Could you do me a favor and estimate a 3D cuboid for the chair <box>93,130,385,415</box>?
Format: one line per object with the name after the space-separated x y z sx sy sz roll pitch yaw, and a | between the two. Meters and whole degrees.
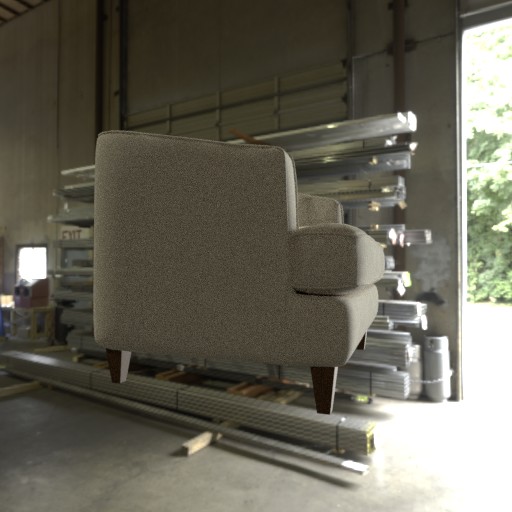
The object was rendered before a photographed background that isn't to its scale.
0.000 0.000 1.740 0.941 0.852 1.104 0 -1 19 | chair
